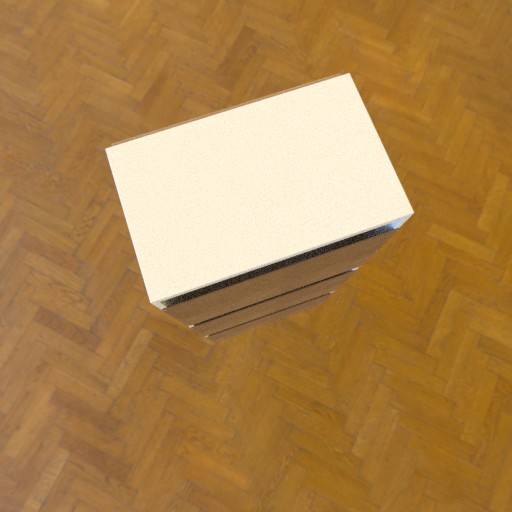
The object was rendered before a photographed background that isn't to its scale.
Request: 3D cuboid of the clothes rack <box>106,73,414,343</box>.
[{"bbox_3d":[0.000,0.000,1.400,0.500,1.187,0.331,-19,77,-5],"label":"clothes rack"}]
